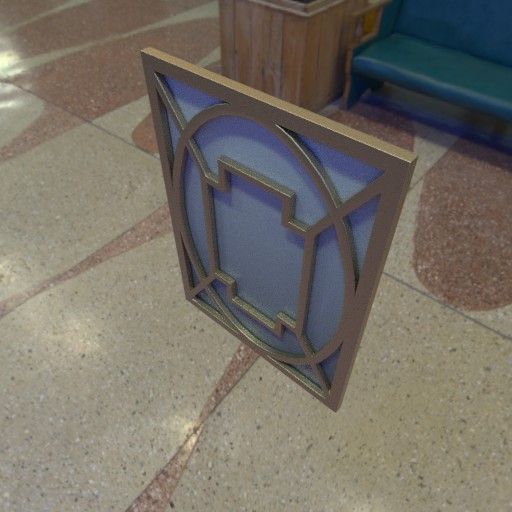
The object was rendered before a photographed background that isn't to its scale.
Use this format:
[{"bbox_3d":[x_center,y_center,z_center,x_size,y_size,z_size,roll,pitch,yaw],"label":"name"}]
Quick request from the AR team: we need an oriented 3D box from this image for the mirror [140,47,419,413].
[{"bbox_3d":[0.000,0.000,1.336,0.756,1.023,0.032,32,54,27],"label":"mirror"}]
